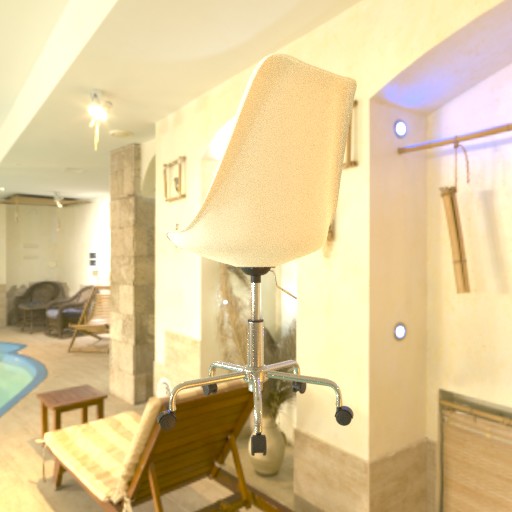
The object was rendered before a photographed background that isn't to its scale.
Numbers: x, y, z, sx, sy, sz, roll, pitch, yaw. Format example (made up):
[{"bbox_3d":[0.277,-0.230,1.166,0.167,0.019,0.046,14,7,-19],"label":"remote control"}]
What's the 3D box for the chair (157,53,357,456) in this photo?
[{"bbox_3d":[0.000,0.000,1.287,0.550,0.930,0.550,0,0,-38],"label":"chair"}]
